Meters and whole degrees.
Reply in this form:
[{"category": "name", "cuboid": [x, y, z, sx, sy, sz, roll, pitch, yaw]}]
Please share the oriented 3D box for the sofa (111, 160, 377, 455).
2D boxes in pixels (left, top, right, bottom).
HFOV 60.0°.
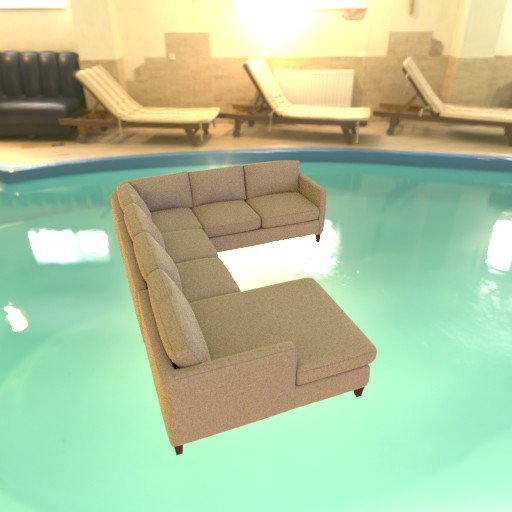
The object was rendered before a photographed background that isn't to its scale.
[{"category": "sofa", "cuboid": [0.000, 0.000, 4.624, 2.593, 0.959, 3.460, -11, 31, -18]}]
